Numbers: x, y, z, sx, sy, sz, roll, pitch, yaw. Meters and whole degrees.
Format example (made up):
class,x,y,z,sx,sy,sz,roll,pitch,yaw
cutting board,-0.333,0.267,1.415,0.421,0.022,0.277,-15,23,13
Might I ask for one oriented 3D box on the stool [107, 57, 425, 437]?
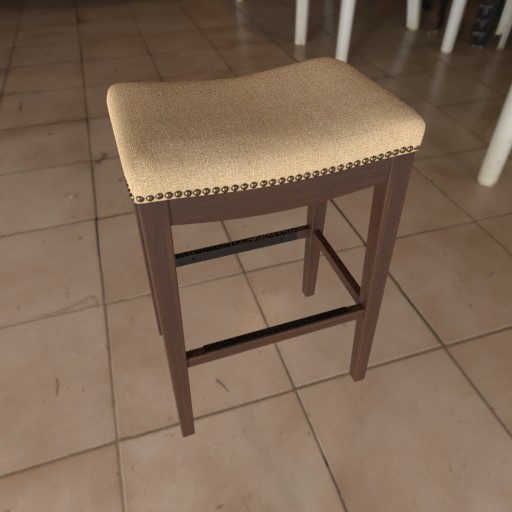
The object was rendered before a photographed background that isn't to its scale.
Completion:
class,x,y,z,sx,sy,sz,roll,pitch,yaw
stool,0.000,0.000,1.031,0.509,0.768,0.363,-13,44,-14
